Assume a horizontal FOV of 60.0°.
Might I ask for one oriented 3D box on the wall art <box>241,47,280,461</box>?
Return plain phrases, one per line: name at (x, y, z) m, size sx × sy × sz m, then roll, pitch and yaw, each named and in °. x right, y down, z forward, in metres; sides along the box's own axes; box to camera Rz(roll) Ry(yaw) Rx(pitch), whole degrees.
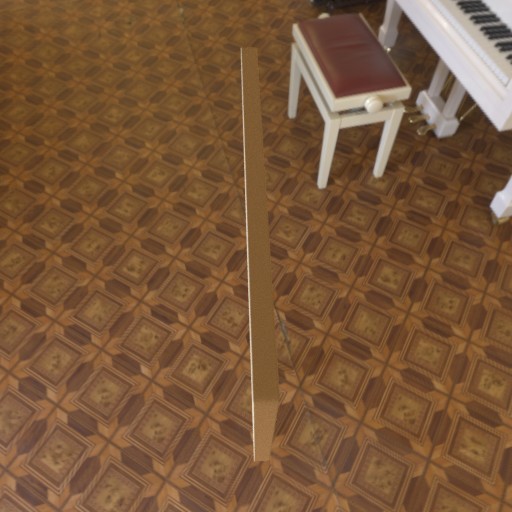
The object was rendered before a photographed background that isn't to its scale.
wall art at (0.000, 0.000, 0.487) m, size 0.019 × 0.254 × 0.380 m, roll -2°, pitch 57°, yaw -1°
